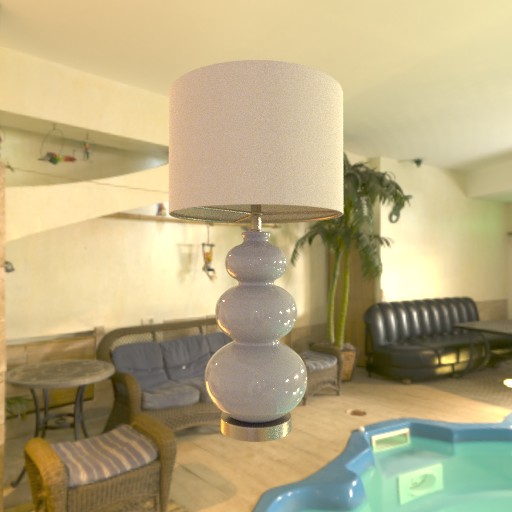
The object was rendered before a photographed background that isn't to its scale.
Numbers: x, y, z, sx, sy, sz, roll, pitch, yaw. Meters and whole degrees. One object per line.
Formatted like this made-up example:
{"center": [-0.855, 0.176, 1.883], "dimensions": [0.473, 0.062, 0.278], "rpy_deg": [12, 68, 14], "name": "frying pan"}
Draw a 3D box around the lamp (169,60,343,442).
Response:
{"center": [0.000, 0.000, 0.947], "dimensions": [0.367, 0.730, 0.367], "rpy_deg": [1, -1, -35], "name": "lamp"}
